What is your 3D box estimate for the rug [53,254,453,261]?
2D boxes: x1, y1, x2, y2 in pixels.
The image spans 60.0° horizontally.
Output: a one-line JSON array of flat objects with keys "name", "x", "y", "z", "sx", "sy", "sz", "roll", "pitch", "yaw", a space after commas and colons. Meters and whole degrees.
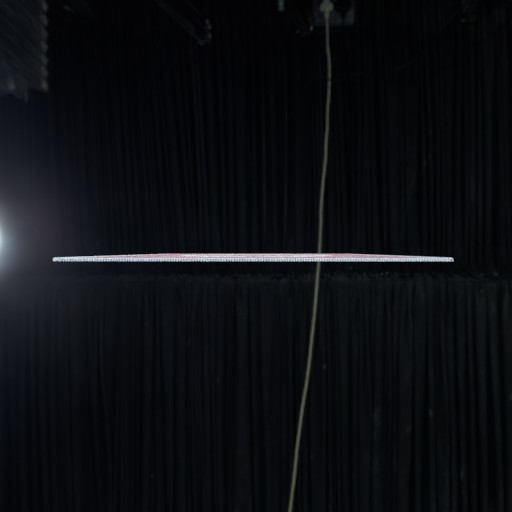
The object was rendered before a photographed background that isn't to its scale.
[{"name": "rug", "x": 0.000, "y": 0.000, "z": 2.209, "sx": 1.217, "sy": 0.011, "sz": 1.747, "roll": 0, "pitch": 1, "yaw": 1}]
